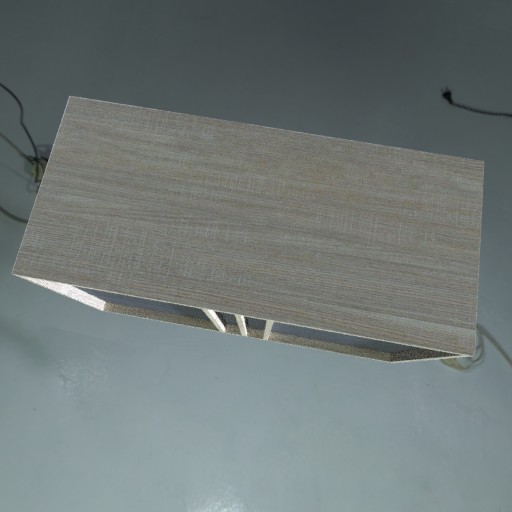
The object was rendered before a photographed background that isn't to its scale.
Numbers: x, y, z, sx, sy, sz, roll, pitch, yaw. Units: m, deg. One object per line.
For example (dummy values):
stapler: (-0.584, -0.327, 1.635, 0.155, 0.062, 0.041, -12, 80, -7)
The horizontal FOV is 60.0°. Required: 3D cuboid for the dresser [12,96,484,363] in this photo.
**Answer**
dresser: (0.000, 0.000, 1.484, 1.110, 0.780, 0.500, 10, 75, 3)
